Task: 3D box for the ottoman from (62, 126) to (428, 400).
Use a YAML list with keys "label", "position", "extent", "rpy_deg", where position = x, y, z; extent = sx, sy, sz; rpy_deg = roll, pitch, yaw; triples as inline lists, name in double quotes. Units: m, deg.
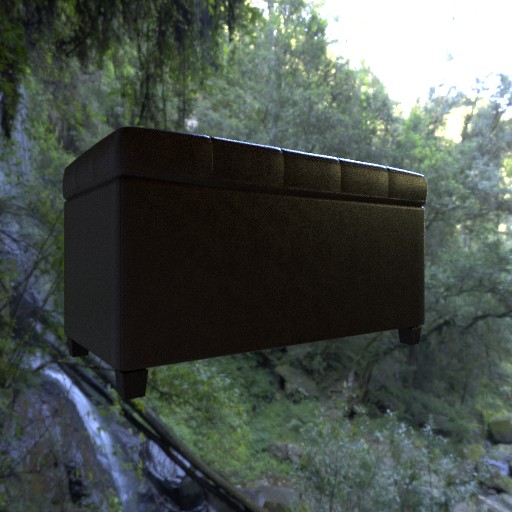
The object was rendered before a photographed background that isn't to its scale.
- label: "ottoman"
  position: [0.000, 0.000, 1.121]
  extent: [0.838, 0.470, 0.432]
  rpy_deg: [0, 1, -35]
